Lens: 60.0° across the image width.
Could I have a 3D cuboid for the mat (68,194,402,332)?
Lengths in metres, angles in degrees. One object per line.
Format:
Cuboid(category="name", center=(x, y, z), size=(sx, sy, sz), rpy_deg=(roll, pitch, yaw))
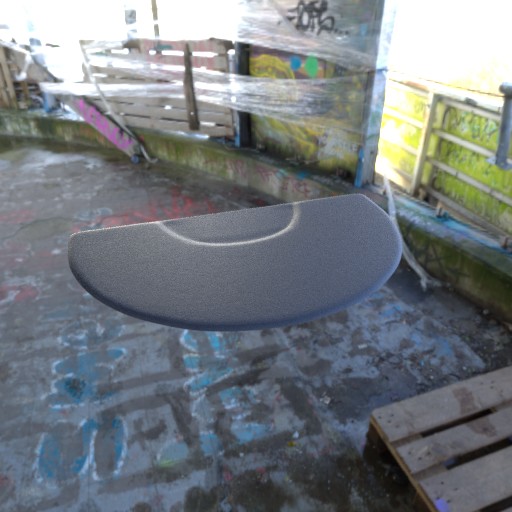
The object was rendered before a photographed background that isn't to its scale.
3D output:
Cuboid(category="mat", center=(0.000, 0.000, 1.879), size=(1.525, 0.016, 0.917), rpy_deg=(-10, 33, -15))
